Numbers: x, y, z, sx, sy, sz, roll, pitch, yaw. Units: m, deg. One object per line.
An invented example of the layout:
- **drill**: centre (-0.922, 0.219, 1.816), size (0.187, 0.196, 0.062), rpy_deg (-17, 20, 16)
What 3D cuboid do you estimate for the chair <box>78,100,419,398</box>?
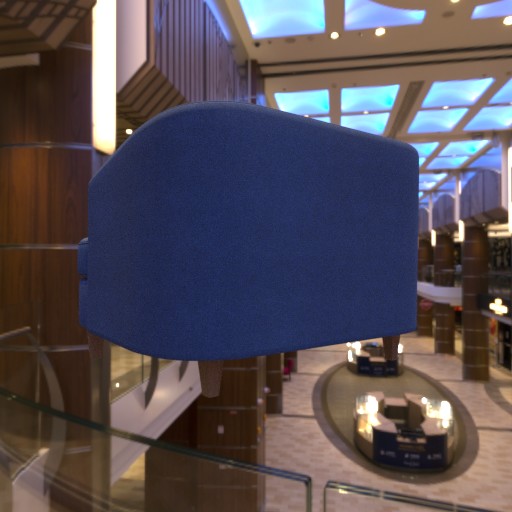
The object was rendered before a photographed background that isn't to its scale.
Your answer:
- **chair**: centre (0.000, 0.000, 1.703), size (1.118, 0.787, 0.914), rpy_deg (1, -1, -36)
